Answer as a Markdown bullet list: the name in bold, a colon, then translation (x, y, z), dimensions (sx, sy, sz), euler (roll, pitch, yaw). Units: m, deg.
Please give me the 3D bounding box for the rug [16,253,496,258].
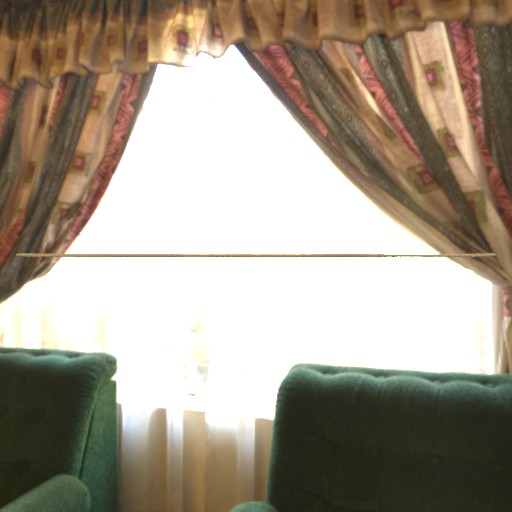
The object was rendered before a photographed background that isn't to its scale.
- **rug**: translation (0.000, 0.000, 3.042), dimensions (2.459, 0.023, 1.575), euler (0, 0, 0)
